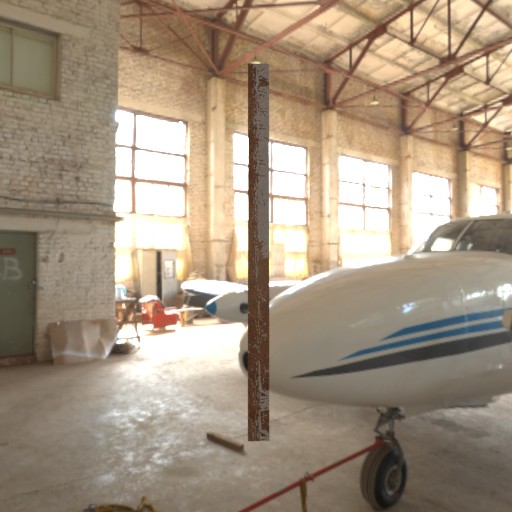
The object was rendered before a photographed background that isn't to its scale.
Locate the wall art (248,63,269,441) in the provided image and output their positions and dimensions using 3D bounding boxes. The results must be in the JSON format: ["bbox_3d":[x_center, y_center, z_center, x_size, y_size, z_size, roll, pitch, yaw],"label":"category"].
[{"bbox_3d":[0.000,0.000,1.170,0.035,0.609,0.914,0,-1,-1],"label":"wall art"}]
